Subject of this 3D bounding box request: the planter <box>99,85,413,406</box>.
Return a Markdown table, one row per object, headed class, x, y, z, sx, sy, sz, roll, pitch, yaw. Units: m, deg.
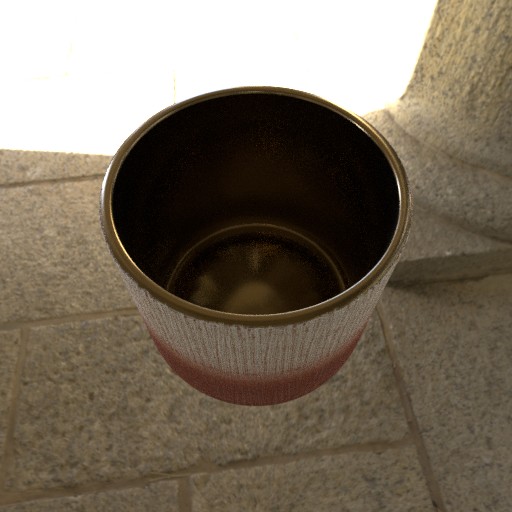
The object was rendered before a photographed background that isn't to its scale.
| class | x | y | z | sx | sy | sz | roll | pitch | yaw |
| --- | --- | --- | --- | --- | --- | --- | --- | --- | --- |
| planter | 0.000 | 0.000 | 0.449 | 0.254 | 0.221 | 0.254 | 0 | 58 | 0 |
